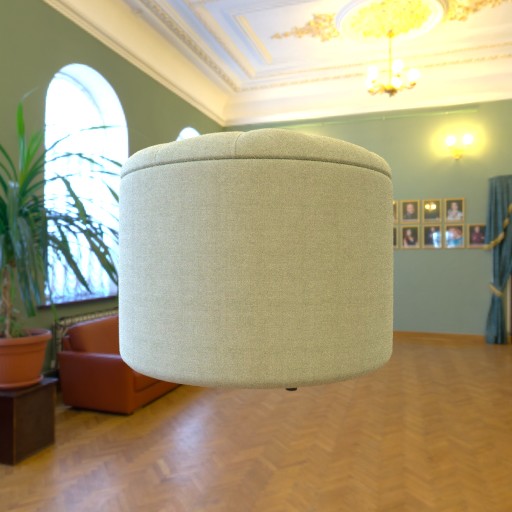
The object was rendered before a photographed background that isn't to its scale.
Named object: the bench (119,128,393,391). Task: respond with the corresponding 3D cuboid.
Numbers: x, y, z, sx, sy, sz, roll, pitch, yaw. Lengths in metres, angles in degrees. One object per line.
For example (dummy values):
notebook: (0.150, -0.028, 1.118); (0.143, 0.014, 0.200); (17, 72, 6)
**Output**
bench: (0.000, 0.000, 1.014); (0.600, 0.453, 0.600); (0, 0, 0)
